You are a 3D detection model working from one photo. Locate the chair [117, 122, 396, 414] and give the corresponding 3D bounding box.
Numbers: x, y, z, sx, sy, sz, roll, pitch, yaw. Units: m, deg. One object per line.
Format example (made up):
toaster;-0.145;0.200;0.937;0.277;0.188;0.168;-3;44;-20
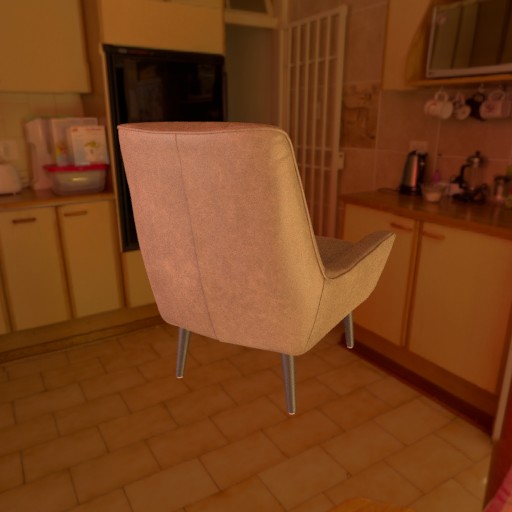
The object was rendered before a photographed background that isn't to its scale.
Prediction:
chair;0.000;0.000;1.529;0.787;0.888;0.824;9;19;27
